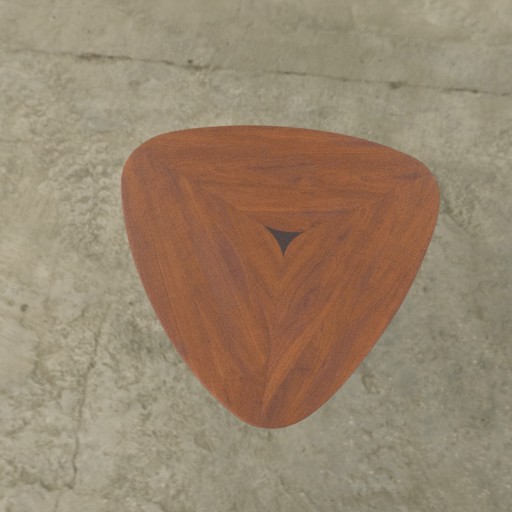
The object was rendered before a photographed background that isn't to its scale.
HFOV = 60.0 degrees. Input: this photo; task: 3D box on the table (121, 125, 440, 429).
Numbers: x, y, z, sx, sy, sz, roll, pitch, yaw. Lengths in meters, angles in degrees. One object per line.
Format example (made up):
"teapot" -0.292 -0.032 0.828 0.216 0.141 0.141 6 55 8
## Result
"table" 0.000 0.000 1.321 0.821 0.413 0.833 32 67 15
